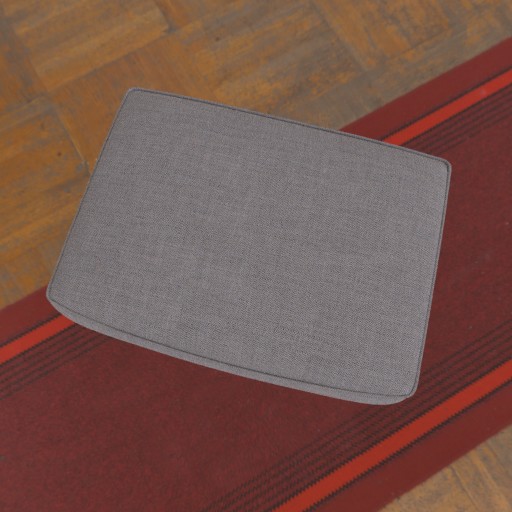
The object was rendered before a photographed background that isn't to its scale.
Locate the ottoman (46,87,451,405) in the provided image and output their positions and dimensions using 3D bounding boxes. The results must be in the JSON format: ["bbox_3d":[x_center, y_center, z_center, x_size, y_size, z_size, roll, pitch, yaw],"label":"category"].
[{"bbox_3d":[0.000,0.000,1.072,0.750,0.458,0.555,14,76,4],"label":"ottoman"}]
